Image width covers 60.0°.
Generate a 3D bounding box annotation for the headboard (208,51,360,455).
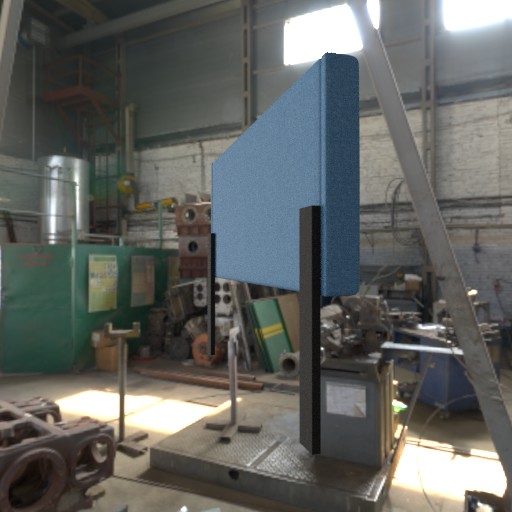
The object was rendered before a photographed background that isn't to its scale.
[{"bbox_3d":[0.000,0.000,2.645,0.184,1.524,2.051,0,-1,-18],"label":"headboard"}]
